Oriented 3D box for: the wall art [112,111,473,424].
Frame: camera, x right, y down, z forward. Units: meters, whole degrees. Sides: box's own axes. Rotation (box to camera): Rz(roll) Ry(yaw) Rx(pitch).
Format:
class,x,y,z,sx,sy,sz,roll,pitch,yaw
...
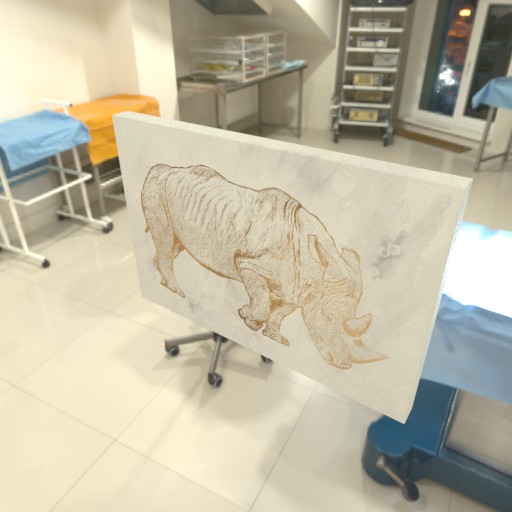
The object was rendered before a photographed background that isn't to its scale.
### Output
class,x,y,z,sx,sy,sz,roll,pitch,yaw
wall art,0.000,0.000,0.773,0.609,0.407,0.038,20,36,29
